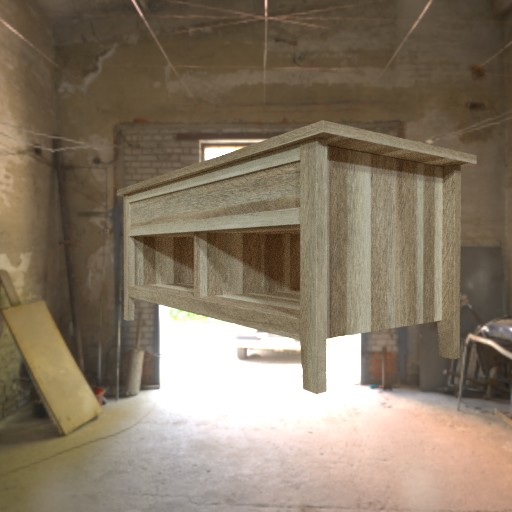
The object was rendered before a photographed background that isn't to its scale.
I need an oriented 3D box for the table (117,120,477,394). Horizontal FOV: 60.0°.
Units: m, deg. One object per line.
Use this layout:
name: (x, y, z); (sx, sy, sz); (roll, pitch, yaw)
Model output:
table: (0.000, 0.000, 1.346); (0.493, 0.480, 1.095); (-1, 1, -35)
